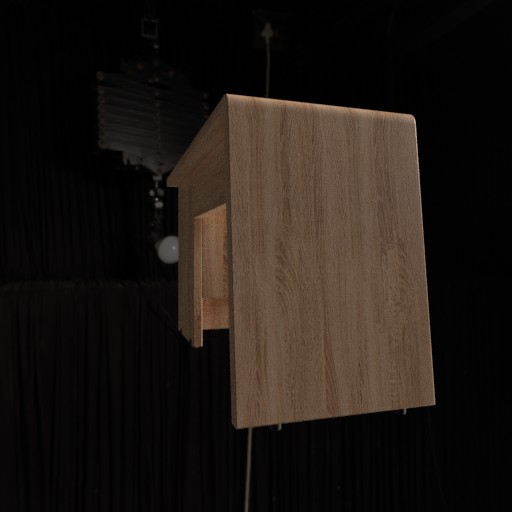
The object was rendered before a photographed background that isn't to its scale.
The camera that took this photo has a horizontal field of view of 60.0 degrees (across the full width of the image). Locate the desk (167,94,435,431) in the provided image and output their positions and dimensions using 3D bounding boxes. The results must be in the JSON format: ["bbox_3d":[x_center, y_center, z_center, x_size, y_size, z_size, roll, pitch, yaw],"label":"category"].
[{"bbox_3d":[0.000,0.000,1.618,0.500,0.750,1.300,0,0,-18],"label":"desk"}]
